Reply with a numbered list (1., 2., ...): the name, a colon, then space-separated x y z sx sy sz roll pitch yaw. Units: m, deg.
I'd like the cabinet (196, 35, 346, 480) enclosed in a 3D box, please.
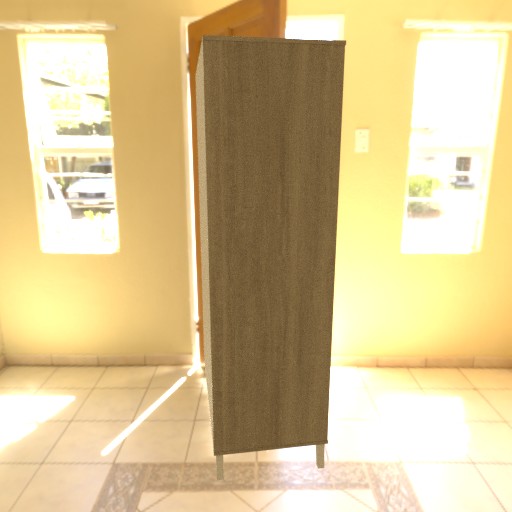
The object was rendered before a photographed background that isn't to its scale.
1. cabinet: 0.000 0.000 2.450 0.571 1.999 1.006 -2 14 -9
